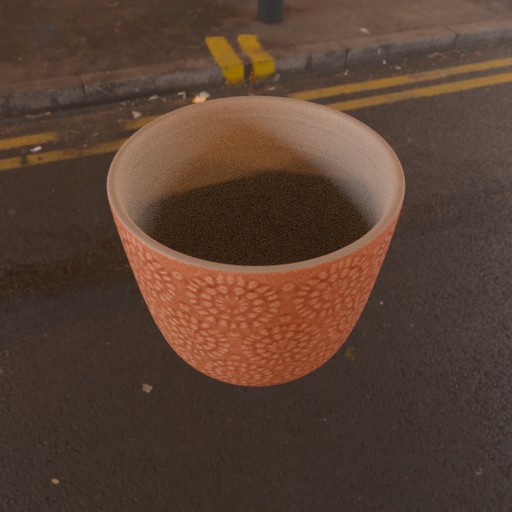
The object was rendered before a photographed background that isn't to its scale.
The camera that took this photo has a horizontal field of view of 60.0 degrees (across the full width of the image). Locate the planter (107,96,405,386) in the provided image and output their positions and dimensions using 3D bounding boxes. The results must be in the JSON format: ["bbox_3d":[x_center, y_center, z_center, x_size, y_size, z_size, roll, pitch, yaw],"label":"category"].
[{"bbox_3d":[0.000,0.000,0.383,0.208,0.190,0.208,0,46,0],"label":"planter"}]
